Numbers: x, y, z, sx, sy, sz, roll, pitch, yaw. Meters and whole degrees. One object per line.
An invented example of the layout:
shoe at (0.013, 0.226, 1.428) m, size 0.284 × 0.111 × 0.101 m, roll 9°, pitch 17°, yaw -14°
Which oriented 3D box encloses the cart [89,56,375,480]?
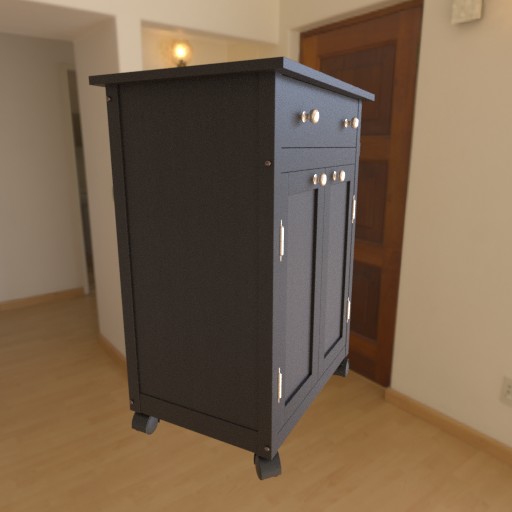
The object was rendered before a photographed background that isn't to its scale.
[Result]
cart at (0.000, 0.000, 1.226) m, size 0.456 × 0.879 × 0.660 m, roll 7°, pitch 16°, yaw 27°
